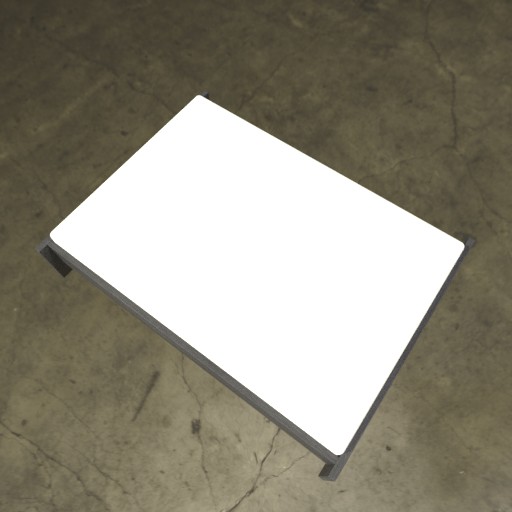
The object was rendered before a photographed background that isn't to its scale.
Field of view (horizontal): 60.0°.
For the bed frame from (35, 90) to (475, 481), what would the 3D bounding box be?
[{"bbox_3d":[0.000,0.000,2.597,1.950,0.432,1.490,33,68,15],"label":"bed frame"}]
